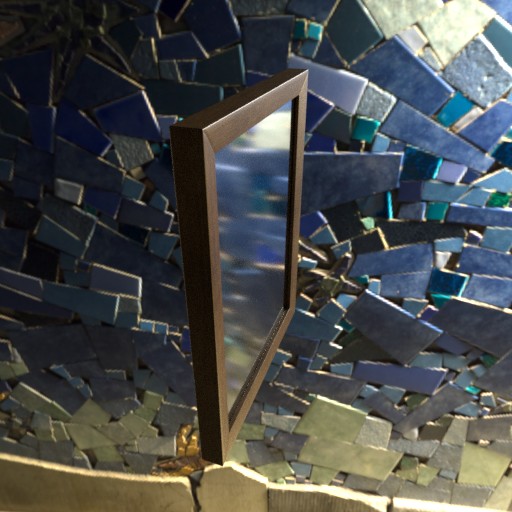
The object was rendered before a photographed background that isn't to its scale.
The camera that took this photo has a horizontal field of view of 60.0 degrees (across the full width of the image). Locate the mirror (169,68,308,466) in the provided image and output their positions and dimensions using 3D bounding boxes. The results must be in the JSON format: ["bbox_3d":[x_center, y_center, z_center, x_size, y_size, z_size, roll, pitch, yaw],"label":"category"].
[{"bbox_3d":[0.000,0.000,0.711,0.041,0.508,0.405,10,32,17],"label":"mirror"}]
